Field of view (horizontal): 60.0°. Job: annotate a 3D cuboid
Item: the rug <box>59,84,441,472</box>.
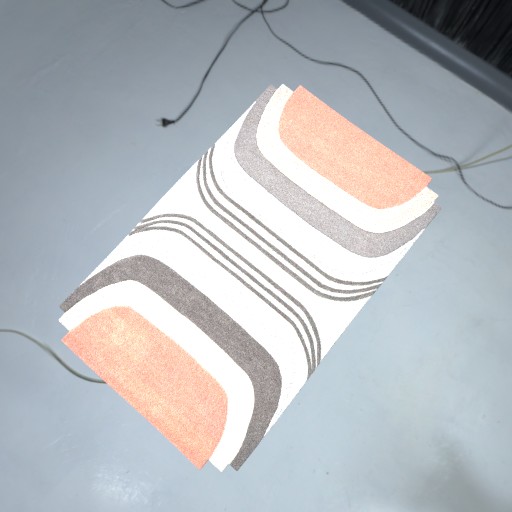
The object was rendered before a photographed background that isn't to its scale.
[{"bbox_3d":[0.000,0.000,2.964,1.530,0.017,2.446,39,79,9],"label":"rug"}]
